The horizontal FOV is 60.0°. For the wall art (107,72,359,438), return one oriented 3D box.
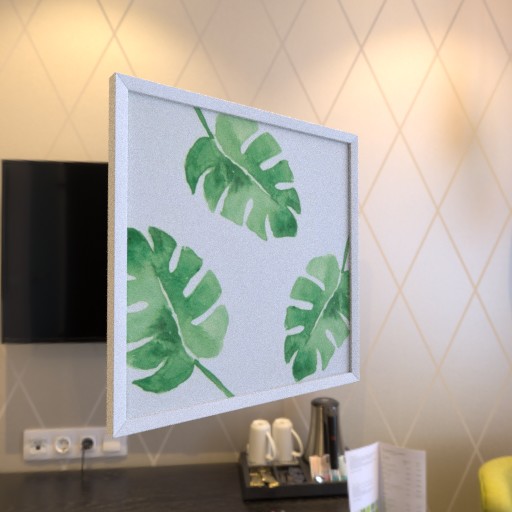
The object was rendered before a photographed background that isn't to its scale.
[{"bbox_3d":[0.000,0.000,1.161,0.762,0.762,0.040,1,-1,-36],"label":"wall art"}]
